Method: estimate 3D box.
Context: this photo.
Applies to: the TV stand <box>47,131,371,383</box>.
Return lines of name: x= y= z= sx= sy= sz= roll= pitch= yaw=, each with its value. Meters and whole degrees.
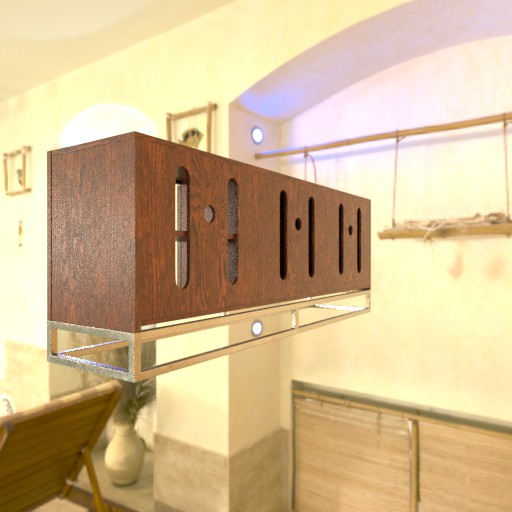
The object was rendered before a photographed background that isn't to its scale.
TV stand: x=0.000 y=0.000 z=1.758 sx=0.382 sy=0.578 sz=1.541 roll=0 pitch=0 yaw=34
